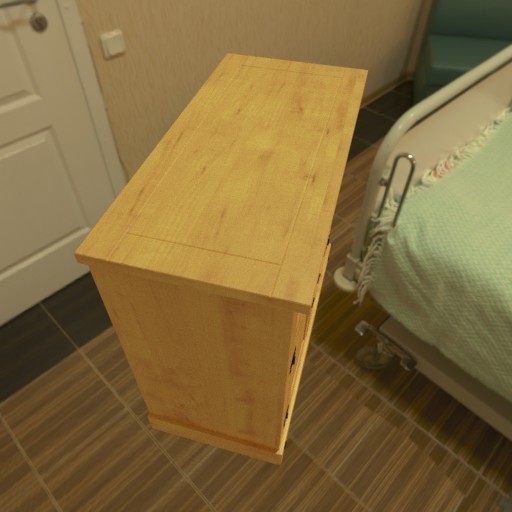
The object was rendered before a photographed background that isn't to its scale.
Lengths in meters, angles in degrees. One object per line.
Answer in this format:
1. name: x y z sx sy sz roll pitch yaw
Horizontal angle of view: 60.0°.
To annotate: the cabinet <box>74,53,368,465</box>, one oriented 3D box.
1. cabinet: 0.000 0.000 1.397 0.450 0.840 0.920 12 48 11
